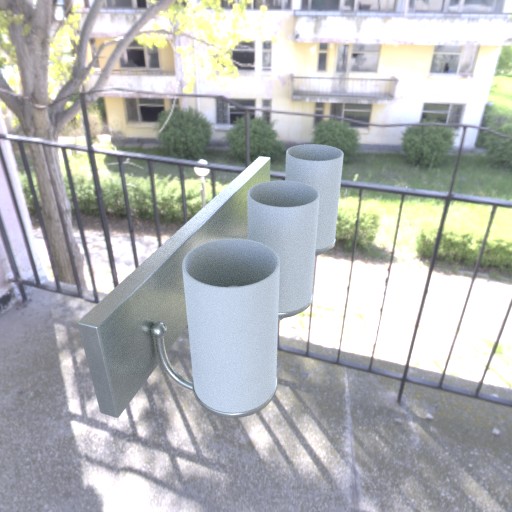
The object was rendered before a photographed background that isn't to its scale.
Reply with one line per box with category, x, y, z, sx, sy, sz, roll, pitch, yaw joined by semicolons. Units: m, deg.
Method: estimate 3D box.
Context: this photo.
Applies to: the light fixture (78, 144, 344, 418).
light fixture;0.000;0.000;0.539;0.145;0.172;0.451;10;32;16
